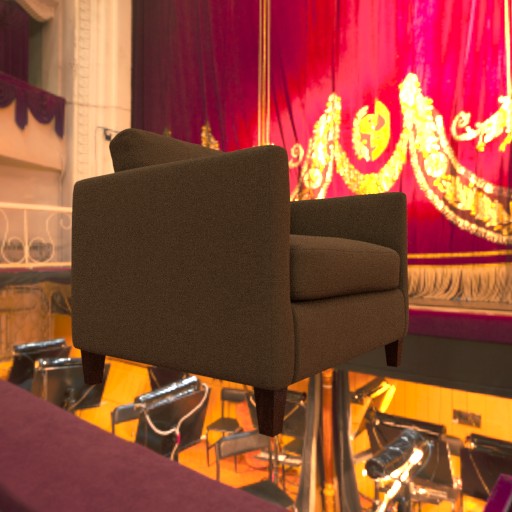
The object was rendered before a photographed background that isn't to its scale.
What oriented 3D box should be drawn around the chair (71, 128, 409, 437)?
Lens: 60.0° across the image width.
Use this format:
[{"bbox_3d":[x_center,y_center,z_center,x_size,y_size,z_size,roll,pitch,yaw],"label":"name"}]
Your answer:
[{"bbox_3d":[0.000,0.000,1.811,0.959,0.963,1.107,0,-1,37],"label":"chair"}]
